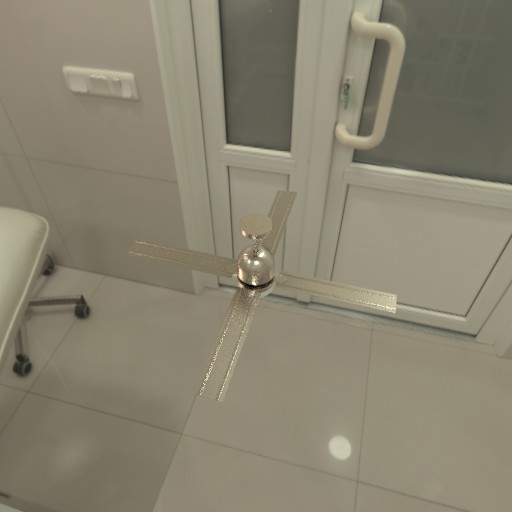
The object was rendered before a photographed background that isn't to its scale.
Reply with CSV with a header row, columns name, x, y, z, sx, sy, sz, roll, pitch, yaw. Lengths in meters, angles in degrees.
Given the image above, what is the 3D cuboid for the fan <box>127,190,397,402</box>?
name,x,y,z,sx,sy,sz,roll,pitch,yaw
fan,0.000,0.000,2.079,1.346,0.406,1.346,11,47,10
